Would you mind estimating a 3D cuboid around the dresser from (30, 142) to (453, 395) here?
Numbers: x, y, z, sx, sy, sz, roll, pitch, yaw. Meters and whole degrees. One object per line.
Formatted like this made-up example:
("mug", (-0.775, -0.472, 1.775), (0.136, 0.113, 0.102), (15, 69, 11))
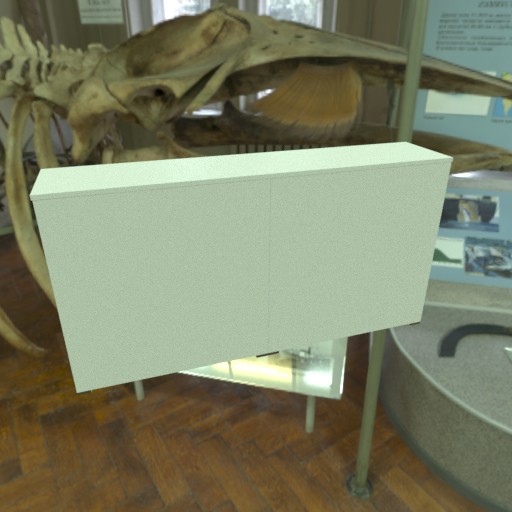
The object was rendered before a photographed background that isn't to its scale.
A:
("dresser", (0.000, 0.000, 1.858), (1.535, 0.790, 0.333), (-8, 27, -16))
